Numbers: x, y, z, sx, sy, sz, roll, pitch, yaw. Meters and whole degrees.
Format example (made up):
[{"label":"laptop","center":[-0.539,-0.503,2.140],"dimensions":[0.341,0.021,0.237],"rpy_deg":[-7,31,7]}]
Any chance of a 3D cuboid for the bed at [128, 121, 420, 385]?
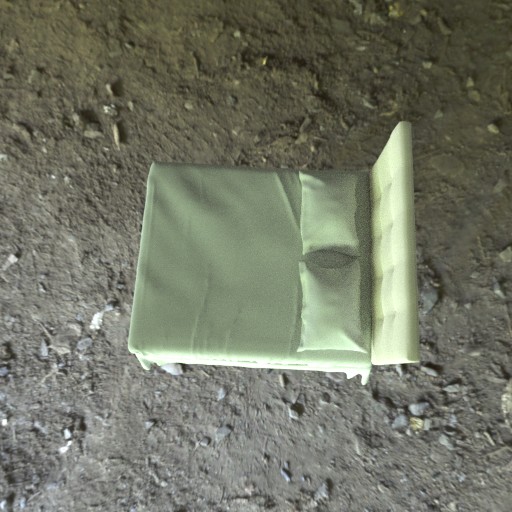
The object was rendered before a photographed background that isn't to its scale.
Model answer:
[{"label":"bed","center":[0.000,0.000,3.606],"dimensions":[2.222,1.577,1.936],"rpy_deg":[3,75,1]}]
